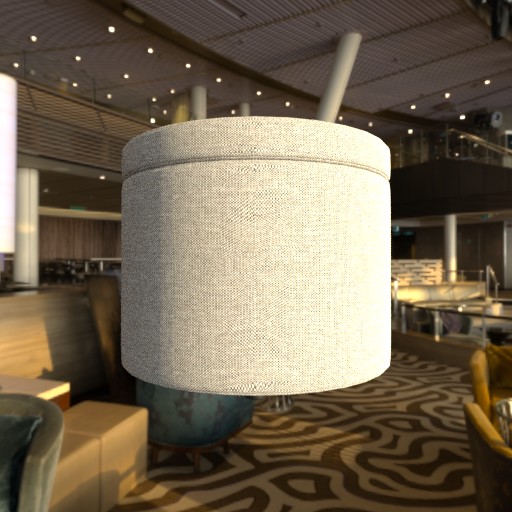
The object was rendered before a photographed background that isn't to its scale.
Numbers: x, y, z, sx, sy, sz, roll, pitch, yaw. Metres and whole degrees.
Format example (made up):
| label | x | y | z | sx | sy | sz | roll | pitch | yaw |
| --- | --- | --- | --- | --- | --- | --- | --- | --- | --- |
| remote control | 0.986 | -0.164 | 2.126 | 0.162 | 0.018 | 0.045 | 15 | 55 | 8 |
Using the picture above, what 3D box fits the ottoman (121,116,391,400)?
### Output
| label | x | y | z | sx | sy | sz | roll | pitch | yaw |
| --- | --- | --- | --- | --- | --- | --- | --- | --- | --- |
| ottoman | 0.000 | 0.000 | 0.857 | 0.500 | 0.419 | 0.500 | 0 | 0 | 0 |
